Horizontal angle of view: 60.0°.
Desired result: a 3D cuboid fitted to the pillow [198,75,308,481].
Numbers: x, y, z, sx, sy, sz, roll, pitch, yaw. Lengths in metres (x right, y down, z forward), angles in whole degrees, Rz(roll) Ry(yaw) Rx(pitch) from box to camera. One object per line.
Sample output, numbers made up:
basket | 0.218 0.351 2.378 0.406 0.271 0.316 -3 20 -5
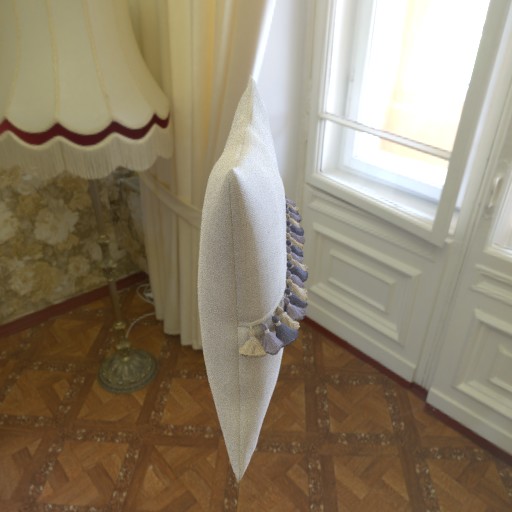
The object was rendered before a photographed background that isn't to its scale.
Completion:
pillow | 0.000 0.000 0.728 0.165 0.481 0.489 1 32 2
